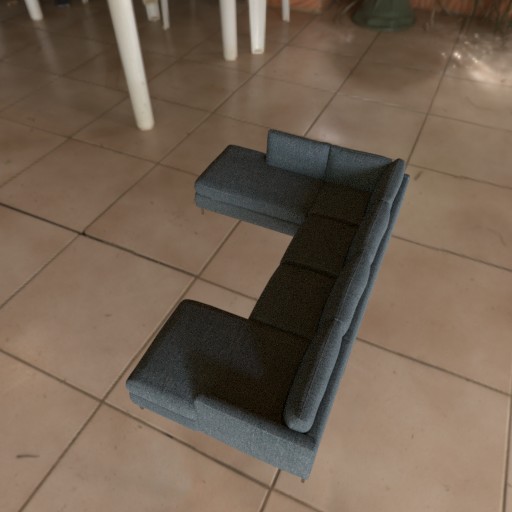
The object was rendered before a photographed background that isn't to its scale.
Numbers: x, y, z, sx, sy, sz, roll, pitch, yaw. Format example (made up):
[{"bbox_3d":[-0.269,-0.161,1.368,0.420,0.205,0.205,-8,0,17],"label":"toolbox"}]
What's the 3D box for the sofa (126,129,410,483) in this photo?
[{"bbox_3d":[0.000,0.000,3.555,1.879,0.753,2.737,18,49,16],"label":"sofa"}]
